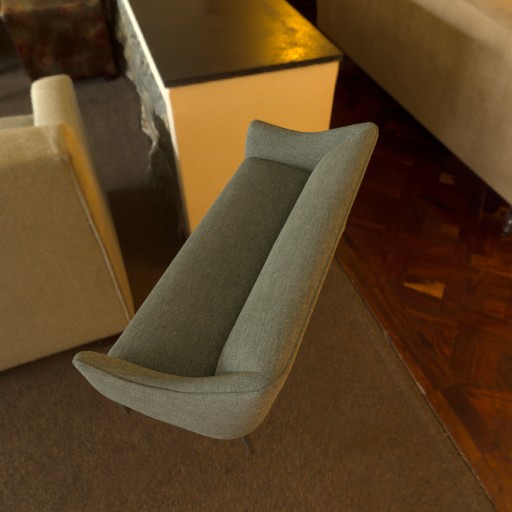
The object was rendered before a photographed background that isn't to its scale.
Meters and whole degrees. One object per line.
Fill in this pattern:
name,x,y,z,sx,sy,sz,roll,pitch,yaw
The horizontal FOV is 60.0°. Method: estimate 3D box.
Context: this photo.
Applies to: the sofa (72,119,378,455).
sofa,0.000,0.000,2.385,0.867,0.829,1.928,16,50,14
